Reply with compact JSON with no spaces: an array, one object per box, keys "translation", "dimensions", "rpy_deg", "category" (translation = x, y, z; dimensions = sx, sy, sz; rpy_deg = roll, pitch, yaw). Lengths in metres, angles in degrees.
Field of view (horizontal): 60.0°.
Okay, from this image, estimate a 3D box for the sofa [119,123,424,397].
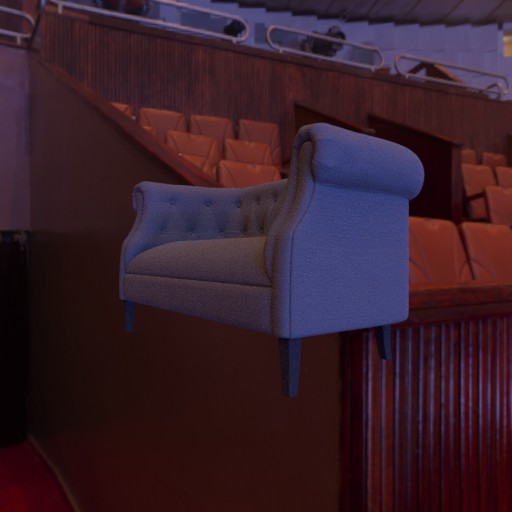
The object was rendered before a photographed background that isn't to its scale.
[{"translation":[0.000,0.000,2.078],"dimensions":[0.835,0.827,1.558],"rpy_deg":[0,0,-36],"category":"sofa"}]
